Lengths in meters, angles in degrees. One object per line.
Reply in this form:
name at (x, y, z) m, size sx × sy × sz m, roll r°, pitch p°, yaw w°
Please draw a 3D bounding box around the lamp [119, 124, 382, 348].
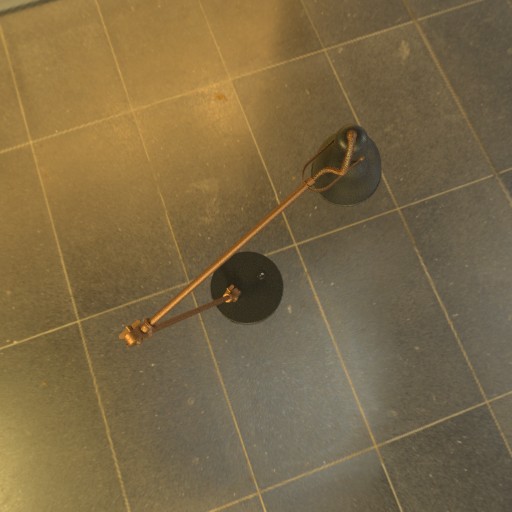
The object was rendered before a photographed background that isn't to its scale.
lamp at (0.000, 0.000, 0.881) m, size 0.561 × 0.587 × 0.187 m, roll -39°, pitch 79°, yaw -9°
